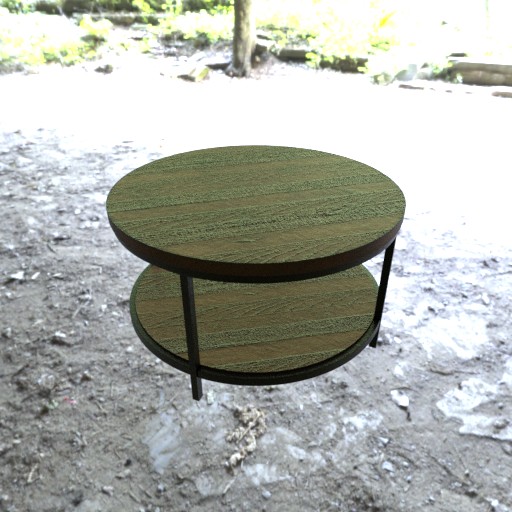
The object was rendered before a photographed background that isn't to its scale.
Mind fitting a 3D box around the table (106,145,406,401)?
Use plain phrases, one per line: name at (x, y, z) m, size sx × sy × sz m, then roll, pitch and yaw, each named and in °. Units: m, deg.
table at (0.000, 0.000, 1.404) m, size 0.837 × 0.462 × 0.837 m, roll 0°, pitch 31°, yaw 0°
